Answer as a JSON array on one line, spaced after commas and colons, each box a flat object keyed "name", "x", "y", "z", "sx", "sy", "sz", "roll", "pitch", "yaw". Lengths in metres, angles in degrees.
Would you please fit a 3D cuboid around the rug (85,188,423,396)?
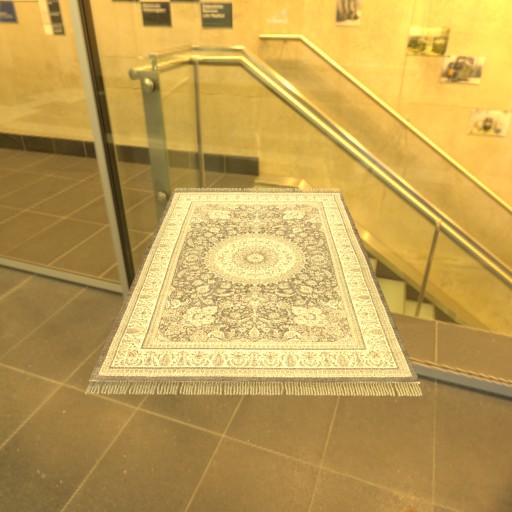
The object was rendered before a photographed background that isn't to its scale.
[{"name": "rug", "x": 0.000, "y": 0.000, "z": 4.238, "sx": 2.143, "sy": 0.015, "sz": 3.422, "roll": 0, "pitch": 31, "yaw": 0}]
